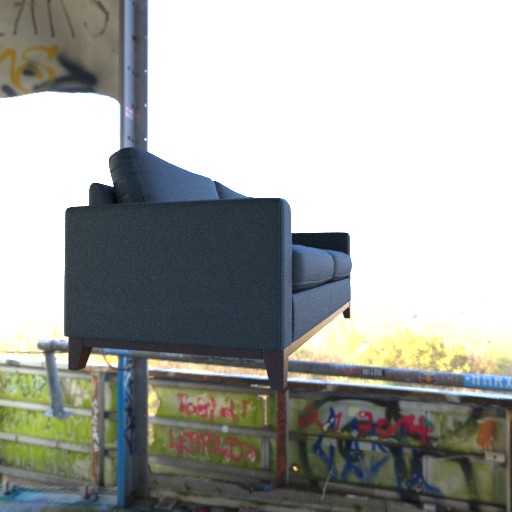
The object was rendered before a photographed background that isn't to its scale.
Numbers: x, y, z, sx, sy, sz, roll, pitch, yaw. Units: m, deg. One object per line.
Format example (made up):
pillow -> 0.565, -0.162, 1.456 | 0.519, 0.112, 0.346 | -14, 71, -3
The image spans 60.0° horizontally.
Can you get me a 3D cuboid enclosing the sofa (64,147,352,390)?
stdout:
sofa -> 0.000, 0.000, 2.399 | 0.877, 0.865, 1.900 | 0, -1, 18
